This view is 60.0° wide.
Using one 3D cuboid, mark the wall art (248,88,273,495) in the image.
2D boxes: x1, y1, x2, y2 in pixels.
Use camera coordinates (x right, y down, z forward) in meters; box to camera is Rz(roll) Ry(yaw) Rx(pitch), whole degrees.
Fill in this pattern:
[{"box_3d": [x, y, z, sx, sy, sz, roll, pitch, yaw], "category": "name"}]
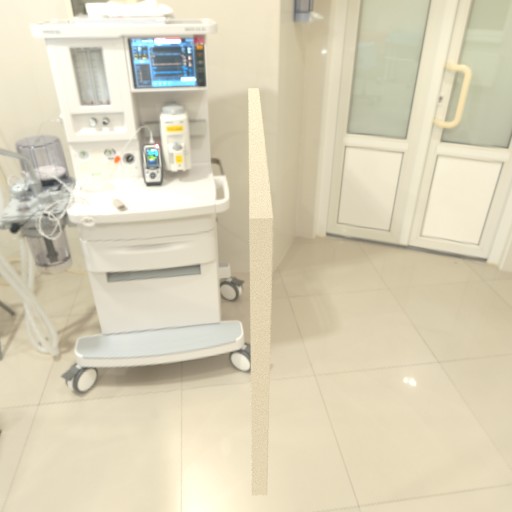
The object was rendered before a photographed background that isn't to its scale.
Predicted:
[{"box_3d": [0.000, 0.000, 1.327, 0.038, 0.762, 1.016, 0, 32, -1], "category": "wall art"}]
